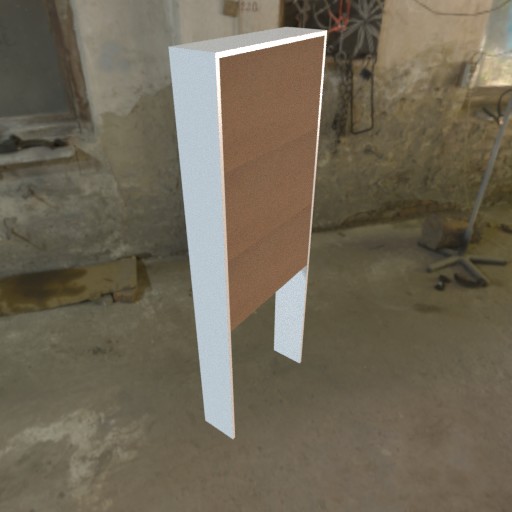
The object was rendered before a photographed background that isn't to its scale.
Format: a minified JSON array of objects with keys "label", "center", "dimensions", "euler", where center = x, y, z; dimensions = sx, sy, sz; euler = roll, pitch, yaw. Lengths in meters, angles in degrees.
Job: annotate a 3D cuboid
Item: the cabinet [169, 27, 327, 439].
[{"label":"cabinet","center":[0.000,0.000,1.987],"dimensions":[0.192,1.770,0.643],"euler":[22,39,30]}]
